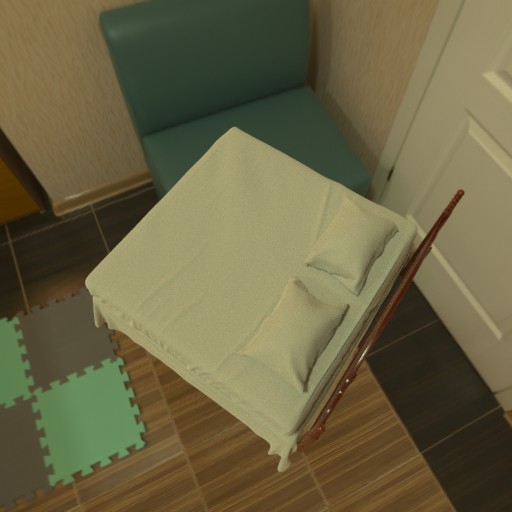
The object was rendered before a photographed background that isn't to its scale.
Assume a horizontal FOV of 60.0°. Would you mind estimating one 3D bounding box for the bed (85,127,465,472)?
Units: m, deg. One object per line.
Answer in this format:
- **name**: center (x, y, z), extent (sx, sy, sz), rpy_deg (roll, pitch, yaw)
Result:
- **bed**: center (0.000, 0.000, 3.566), extent (2.219, 1.355, 2.322), rpy_deg (32, 67, 15)
